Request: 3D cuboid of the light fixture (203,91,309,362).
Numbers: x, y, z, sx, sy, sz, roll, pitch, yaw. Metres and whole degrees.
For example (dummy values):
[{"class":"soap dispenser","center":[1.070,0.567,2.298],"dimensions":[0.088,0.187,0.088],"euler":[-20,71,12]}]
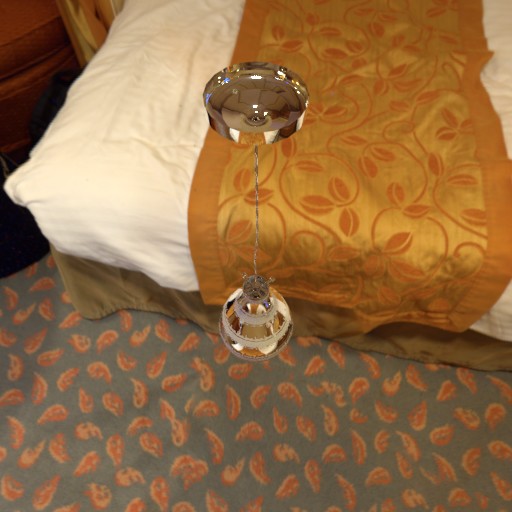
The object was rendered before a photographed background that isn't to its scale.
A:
[{"class":"light fixture","center":[0.000,0.000,1.659],"dimensions":[0.374,1.457,0.374],"euler":[-32,64,-18]}]
